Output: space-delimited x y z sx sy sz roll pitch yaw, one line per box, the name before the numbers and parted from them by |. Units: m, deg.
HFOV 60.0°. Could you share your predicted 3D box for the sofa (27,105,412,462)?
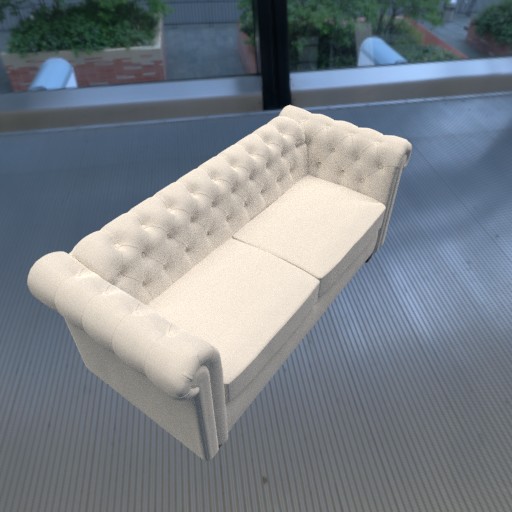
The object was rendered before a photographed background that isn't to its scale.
sofa | 0.000 0.000 2.191 0.771 0.796 1.798 26 48 26
